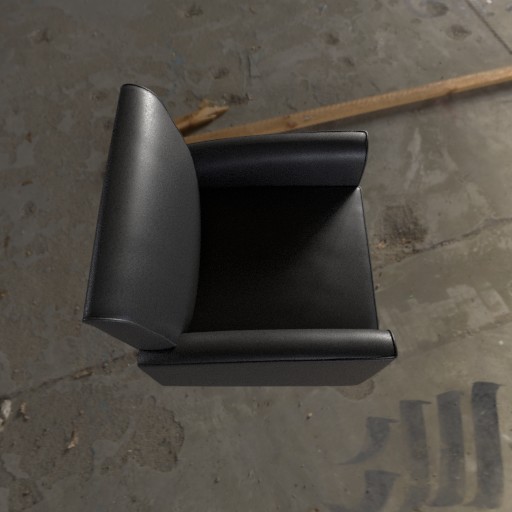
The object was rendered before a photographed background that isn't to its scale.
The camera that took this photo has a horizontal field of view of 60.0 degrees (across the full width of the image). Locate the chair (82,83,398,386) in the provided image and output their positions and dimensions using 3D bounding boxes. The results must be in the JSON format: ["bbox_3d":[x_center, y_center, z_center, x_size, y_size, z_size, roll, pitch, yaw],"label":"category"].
[{"bbox_3d":[0.000,0.000,1.571,0.819,0.916,0.820,0,65,0],"label":"chair"}]
